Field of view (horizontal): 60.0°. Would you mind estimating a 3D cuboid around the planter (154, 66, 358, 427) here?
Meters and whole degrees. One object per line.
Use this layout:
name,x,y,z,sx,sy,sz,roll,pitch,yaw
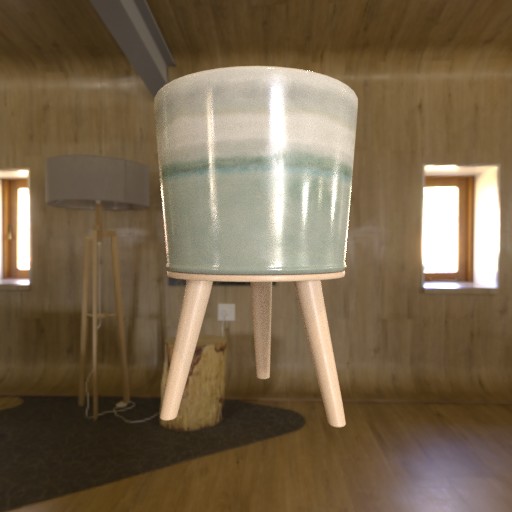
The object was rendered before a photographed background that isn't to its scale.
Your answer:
planter,0.000,0.000,0.595,0.265,0.404,0.265,0,1,19
